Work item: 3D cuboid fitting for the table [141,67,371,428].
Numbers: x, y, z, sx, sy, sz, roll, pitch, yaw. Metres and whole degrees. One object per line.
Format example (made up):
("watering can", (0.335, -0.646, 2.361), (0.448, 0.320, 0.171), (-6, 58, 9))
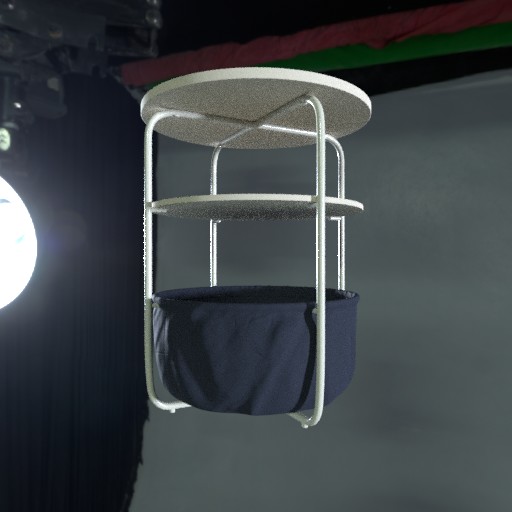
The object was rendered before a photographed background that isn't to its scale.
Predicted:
("table", (0.000, 0.000, 0.833), (0.418, 0.532, 0.418), (0, 0, 17))
